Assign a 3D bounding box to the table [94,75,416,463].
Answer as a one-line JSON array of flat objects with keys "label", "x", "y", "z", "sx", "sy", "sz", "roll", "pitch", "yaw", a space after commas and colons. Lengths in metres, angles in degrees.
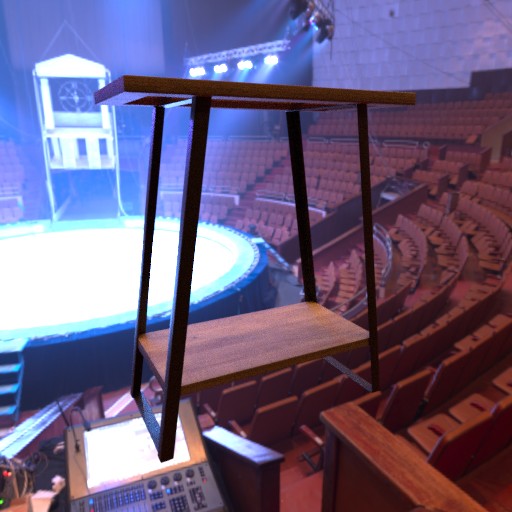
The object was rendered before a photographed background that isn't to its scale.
[{"label": "table", "x": 0.000, "y": 0.000, "z": 1.009, "sx": 0.599, "sy": 0.701, "sz": 0.300, "roll": -8, "pitch": 17, "yaw": -26}]
